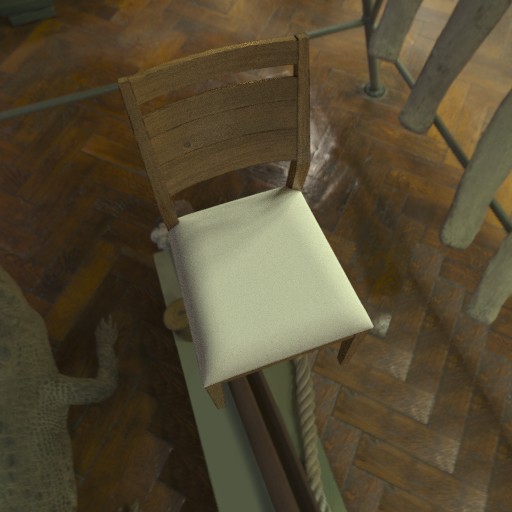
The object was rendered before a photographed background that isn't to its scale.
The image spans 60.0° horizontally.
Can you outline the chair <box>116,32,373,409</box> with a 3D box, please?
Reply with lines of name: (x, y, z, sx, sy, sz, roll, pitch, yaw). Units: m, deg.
chair: (0.000, 0.000, 1.262, 0.497, 0.939, 0.610, -18, 66, -8)
